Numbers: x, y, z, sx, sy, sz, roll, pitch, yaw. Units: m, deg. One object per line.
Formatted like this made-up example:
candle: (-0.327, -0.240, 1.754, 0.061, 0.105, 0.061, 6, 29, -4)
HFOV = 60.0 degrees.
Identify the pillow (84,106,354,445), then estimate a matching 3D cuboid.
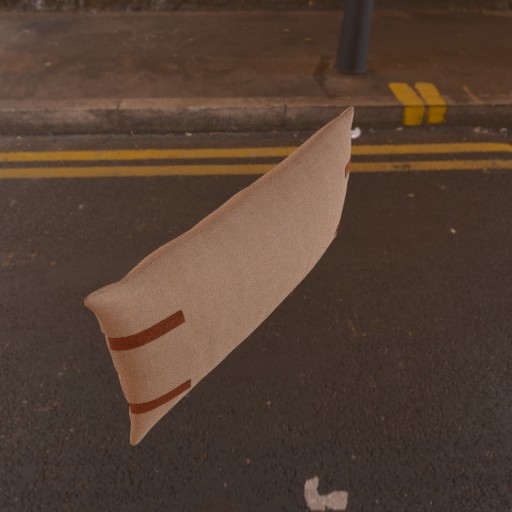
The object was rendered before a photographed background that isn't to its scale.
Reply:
pillow: (0.000, 0.000, 0.733, 0.148, 0.308, 0.612, 26, 47, 26)
